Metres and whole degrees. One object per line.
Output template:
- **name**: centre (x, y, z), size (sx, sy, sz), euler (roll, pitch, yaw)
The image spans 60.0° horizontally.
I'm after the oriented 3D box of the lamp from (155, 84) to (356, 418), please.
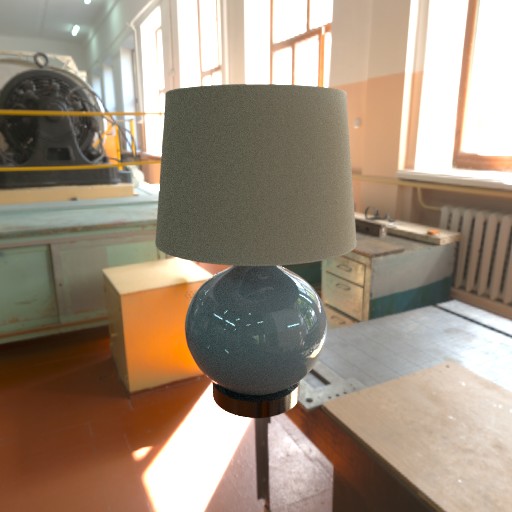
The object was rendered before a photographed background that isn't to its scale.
- **lamp**: centre (0.000, 0.000, 0.561), size (0.247, 0.387, 0.247), euler (0, 15, 0)
